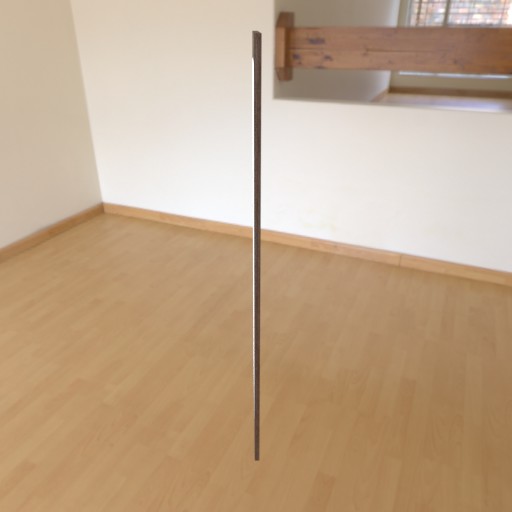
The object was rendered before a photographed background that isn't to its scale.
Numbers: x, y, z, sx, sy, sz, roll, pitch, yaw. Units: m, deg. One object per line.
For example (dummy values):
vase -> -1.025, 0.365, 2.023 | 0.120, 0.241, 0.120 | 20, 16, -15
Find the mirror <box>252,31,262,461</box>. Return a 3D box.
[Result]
mirror -> 0.000, 0.000, 2.251 | 0.025, 2.032, 0.812 | 0, 27, -1
